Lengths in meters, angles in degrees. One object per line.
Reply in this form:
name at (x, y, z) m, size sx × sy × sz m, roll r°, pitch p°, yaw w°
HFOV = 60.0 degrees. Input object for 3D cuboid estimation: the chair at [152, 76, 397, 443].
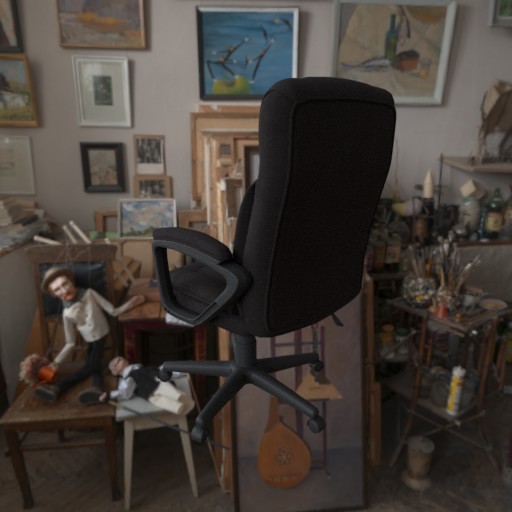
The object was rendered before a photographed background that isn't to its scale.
chair at (0.000, 0.000, 1.528) m, size 0.667 × 1.105 × 0.724 m, roll -16°, pitch 23°, yaw -42°
